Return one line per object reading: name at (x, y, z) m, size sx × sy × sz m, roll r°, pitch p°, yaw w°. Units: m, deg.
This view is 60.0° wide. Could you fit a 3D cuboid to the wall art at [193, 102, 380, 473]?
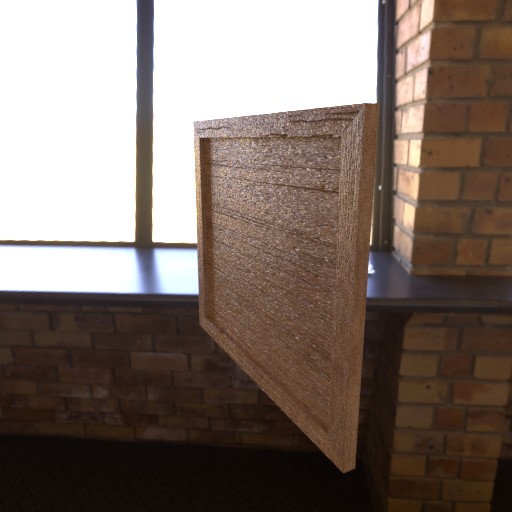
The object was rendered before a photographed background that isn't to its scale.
wall art at (0.000, 0.000, 0.969) m, size 0.026 × 0.588 × 0.690 m, roll -7°, pitch 16°, yaw -26°
